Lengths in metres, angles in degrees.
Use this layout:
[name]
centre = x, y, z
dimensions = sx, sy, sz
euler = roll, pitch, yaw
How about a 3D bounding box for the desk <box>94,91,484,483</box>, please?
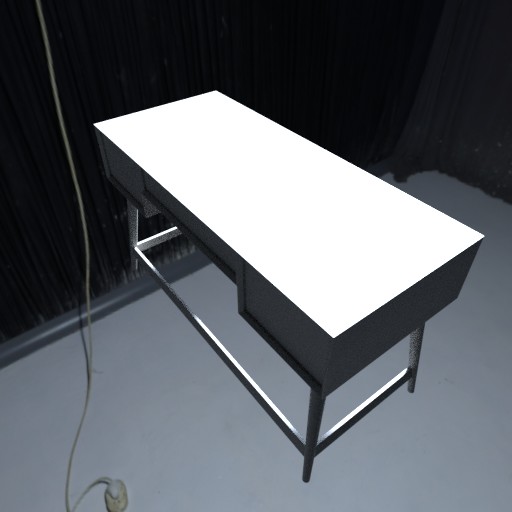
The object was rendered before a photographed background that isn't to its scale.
[desk]
centre = 0.000, 0.000, 1.717
dimensions = 0.589, 0.762, 1.313
euler = -27, 48, -27
